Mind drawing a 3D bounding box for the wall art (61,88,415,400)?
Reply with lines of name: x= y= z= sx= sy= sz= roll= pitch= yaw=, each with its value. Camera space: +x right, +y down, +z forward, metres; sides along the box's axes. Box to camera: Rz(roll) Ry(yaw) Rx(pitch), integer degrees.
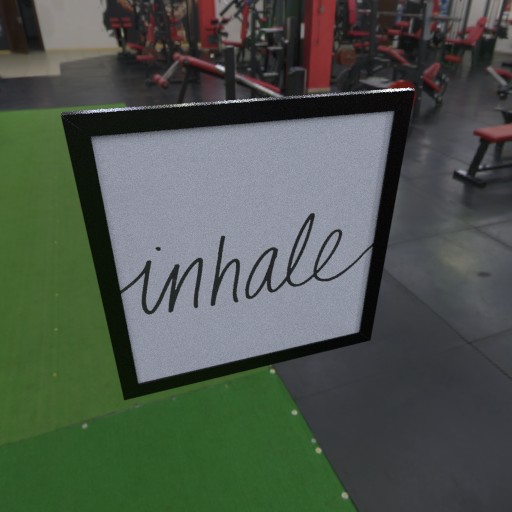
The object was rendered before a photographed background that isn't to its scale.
wall art: x=0.000 y=0.000 z=0.655 sx=0.446 sy=0.445 sz=0.014 roll=-10 pitch=33 yaw=-16
